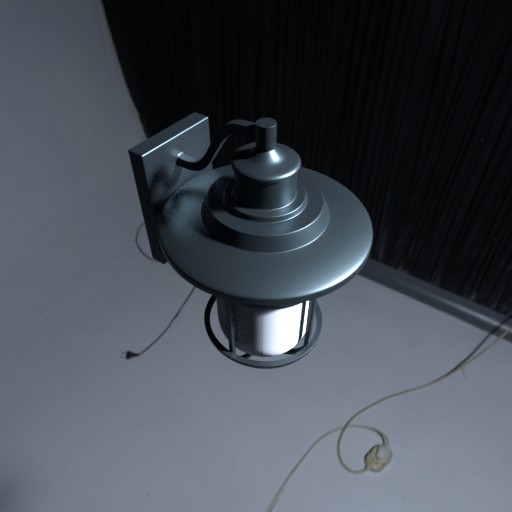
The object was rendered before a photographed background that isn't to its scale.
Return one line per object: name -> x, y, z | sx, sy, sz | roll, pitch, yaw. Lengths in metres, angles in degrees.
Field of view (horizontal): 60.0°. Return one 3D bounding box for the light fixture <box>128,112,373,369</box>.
light fixture -> 0.000, 0.000, 0.520 | 0.252, 0.345, 0.222 | 27, 50, 25
